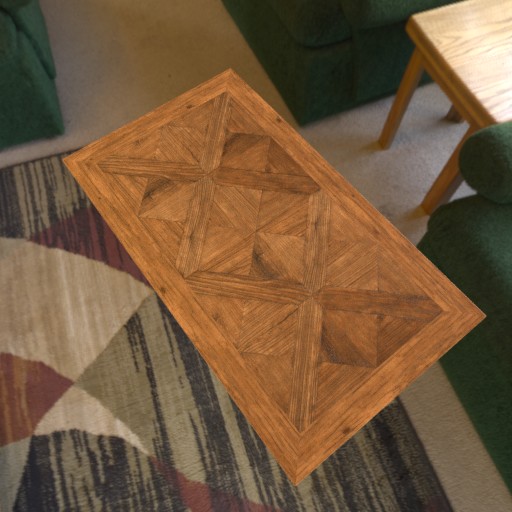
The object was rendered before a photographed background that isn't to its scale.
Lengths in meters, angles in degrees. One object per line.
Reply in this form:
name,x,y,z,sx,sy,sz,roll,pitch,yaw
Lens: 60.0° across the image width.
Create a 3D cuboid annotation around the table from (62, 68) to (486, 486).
table,0.000,0.000,1.747,0.800,0.410,1.400,-35,69,-15
